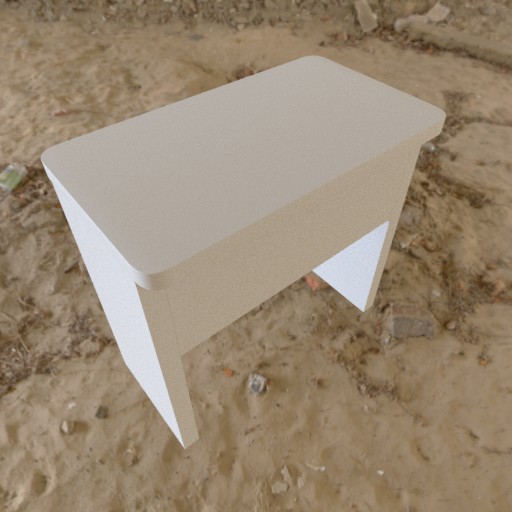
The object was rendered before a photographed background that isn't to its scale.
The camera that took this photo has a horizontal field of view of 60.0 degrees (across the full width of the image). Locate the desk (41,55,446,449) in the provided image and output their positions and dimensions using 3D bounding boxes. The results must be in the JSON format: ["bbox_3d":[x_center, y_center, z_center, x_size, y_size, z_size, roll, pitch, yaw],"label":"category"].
[{"bbox_3d":[0.000,0.000,1.219,0.790,0.760,0.446,-30,53,-26],"label":"desk"}]
